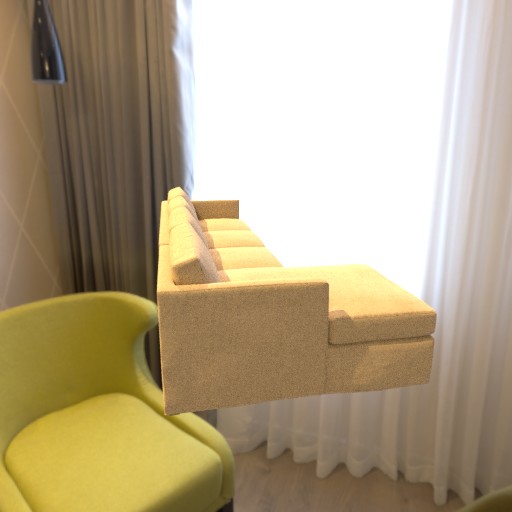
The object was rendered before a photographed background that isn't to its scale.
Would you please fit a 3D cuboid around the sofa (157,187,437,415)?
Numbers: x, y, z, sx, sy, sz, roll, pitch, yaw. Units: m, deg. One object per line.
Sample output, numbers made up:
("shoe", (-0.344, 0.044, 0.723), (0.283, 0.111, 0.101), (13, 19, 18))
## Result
("sofa", (0.000, 0.000, 3.938), (1.650, 0.922, 3.205), (-3, 16, -11))
